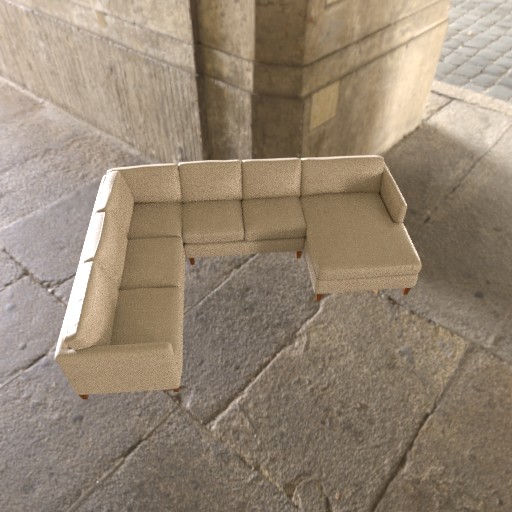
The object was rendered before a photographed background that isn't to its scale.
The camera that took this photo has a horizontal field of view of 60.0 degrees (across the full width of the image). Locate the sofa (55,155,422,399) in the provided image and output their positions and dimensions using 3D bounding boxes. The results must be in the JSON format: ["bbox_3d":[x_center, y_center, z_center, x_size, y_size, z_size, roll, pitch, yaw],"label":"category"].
[{"bbox_3d":[0.000,0.000,4.681,3.460,0.961,2.594,-4,45,-4],"label":"sofa"}]
